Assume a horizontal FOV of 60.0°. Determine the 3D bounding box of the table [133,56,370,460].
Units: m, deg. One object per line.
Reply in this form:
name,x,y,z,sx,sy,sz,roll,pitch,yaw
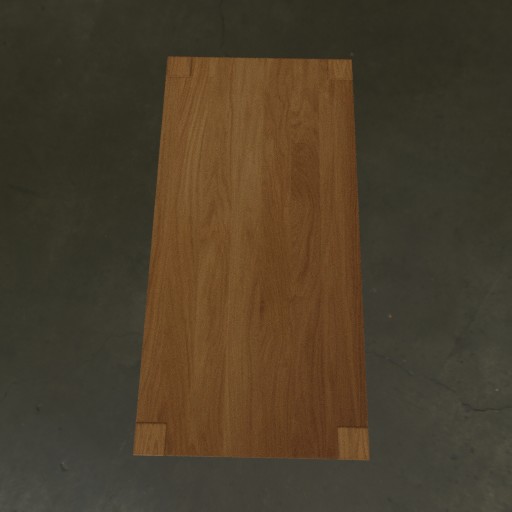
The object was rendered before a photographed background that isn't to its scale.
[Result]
table,0.000,0.000,2.289,0.900,0.760,1.800,1,74,0
